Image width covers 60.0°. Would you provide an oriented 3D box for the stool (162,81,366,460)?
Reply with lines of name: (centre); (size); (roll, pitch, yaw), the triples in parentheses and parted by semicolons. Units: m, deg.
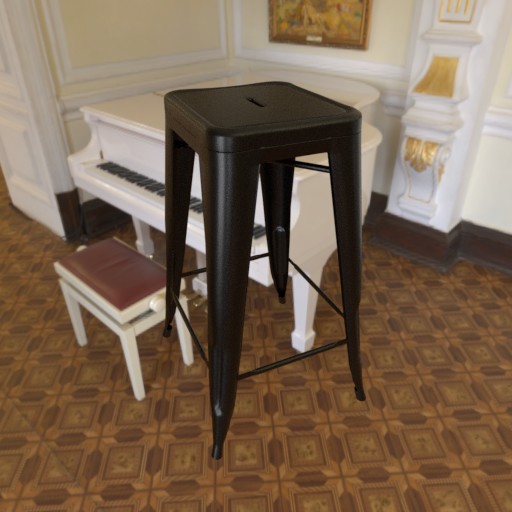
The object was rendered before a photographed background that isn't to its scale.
stool: (0.000, 0.000, 0.897); (0.423, 0.609, 0.455); (-21, 38, -30)
